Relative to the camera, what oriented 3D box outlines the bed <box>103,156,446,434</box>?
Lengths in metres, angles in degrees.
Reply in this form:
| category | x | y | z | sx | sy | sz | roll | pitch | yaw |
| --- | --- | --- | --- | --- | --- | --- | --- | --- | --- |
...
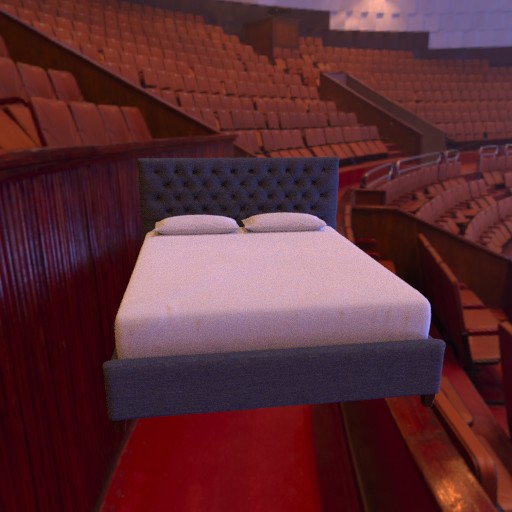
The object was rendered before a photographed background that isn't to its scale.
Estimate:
| category | x | y | z | sx | sy | sz | roll | pitch | yaw |
| --- | --- | --- | --- | --- | --- | --- | --- | --- | --- |
| bed | 0.000 | 0.000 | 3.643 | 2.078 | 1.427 | 2.387 | -2 | 17 | -7 |
